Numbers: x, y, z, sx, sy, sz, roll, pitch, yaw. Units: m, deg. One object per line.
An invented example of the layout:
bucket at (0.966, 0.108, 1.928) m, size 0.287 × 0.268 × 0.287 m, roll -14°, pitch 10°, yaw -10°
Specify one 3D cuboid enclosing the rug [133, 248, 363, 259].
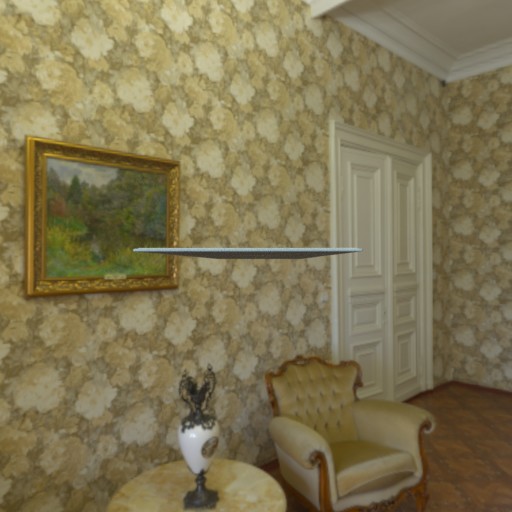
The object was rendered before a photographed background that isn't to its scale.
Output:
rug at (0.000, 0.000, 2.367) m, size 0.662 × 0.011 × 2.196 m, roll 0°, pitch -1°, yaw 1°
